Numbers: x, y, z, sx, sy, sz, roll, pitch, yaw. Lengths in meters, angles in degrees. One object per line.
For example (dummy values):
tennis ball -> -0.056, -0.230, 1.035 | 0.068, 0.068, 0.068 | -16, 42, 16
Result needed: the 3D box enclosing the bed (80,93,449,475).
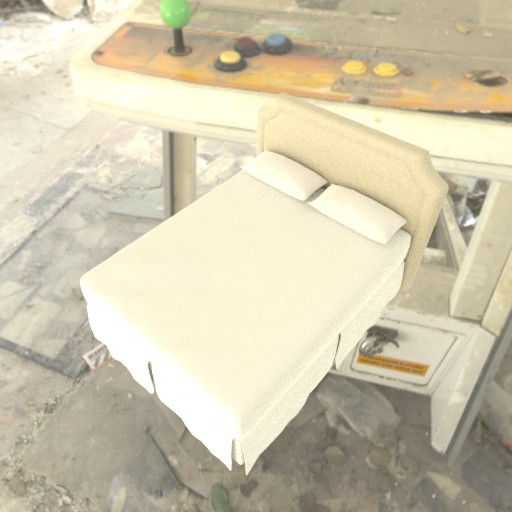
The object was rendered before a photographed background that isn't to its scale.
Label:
bed -> 0.000, 0.000, 3.179 | 1.693, 1.290, 2.116 | 33, 55, 27
